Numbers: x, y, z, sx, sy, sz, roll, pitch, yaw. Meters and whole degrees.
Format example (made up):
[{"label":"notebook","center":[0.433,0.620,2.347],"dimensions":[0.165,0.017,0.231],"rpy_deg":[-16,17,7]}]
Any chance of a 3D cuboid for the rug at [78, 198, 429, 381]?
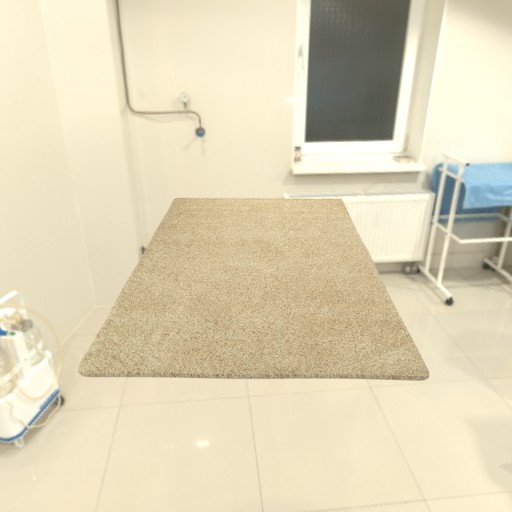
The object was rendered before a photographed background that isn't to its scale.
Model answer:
[{"label":"rug","center":[0.000,0.000,2.916],"dimensions":[1.500,0.025,2.349],"rpy_deg":[0,26,1]}]
